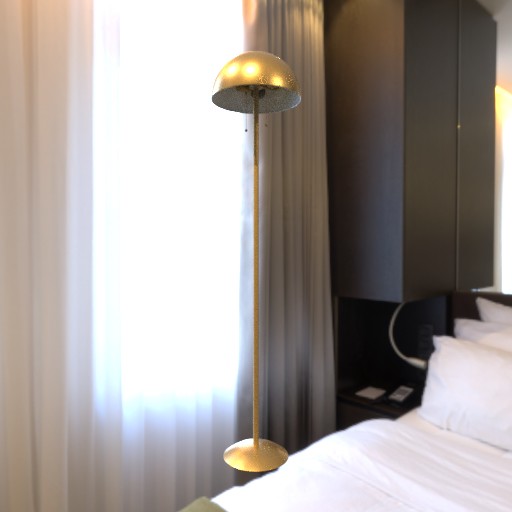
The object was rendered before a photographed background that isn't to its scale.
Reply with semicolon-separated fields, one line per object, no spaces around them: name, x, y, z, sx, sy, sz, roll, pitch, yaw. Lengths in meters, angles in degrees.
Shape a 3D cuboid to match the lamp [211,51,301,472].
lamp;0.000;0.000;1.629;0.328;1.480;0.328;0;1;17
